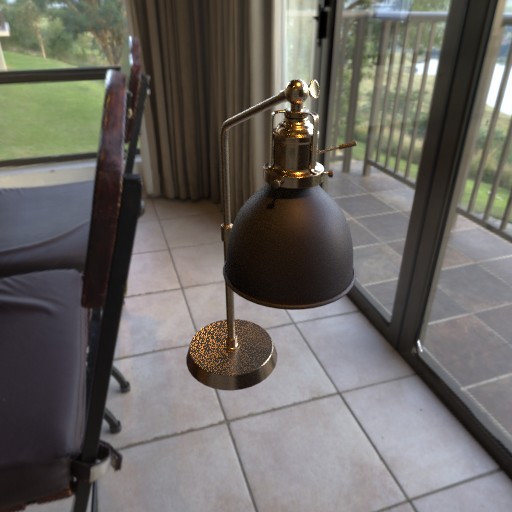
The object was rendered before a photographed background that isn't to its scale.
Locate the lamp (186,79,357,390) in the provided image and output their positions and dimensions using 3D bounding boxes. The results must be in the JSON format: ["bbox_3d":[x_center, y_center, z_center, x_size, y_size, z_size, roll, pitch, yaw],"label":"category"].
[{"bbox_3d":[0.000,0.000,0.588,0.160,0.456,0.291,-21,36,-31],"label":"lamp"}]
